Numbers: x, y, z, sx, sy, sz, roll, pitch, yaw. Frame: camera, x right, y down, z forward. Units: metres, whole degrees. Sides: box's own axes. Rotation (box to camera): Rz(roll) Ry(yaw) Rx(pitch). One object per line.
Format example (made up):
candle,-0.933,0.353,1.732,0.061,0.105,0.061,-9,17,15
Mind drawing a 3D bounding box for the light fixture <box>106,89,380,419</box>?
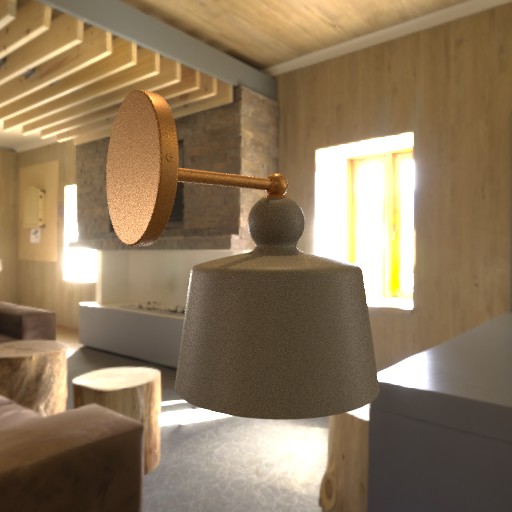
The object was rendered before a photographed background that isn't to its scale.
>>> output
light fixture,0.000,0.000,0.436,0.254,0.268,0.204,0,1,-36
